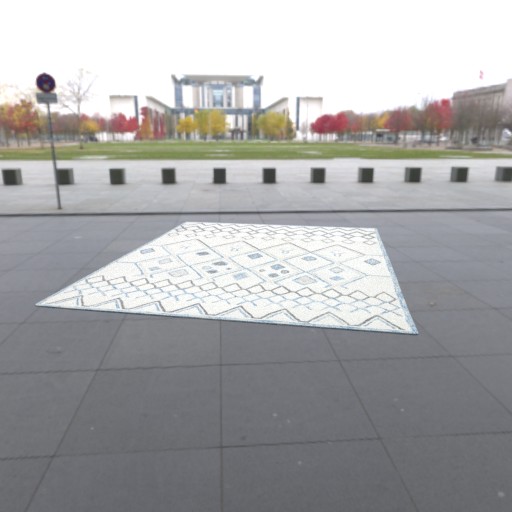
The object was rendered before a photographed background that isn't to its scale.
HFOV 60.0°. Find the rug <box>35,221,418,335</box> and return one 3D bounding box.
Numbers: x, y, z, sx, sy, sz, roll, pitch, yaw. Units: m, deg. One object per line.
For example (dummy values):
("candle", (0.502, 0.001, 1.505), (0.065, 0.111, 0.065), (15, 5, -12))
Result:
("rug", (0.000, 0.000, 4.174), (2.441, 0.013, 3.056), (3, 15, 10))
